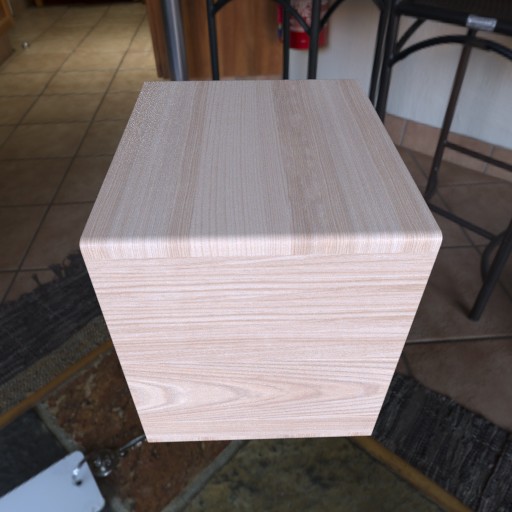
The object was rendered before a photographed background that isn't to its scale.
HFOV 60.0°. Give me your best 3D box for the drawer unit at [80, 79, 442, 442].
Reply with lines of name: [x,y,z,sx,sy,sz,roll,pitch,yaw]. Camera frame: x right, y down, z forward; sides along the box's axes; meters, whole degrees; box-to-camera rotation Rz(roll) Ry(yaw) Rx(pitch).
drawer unit: [0.000,0.000,0.594,0.290,0.344,0.344,-1,42,-1]
